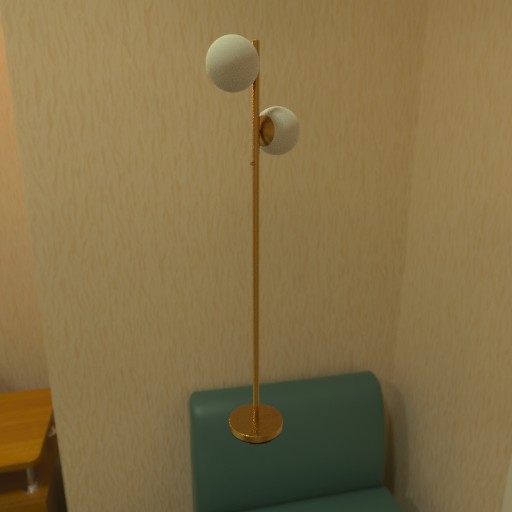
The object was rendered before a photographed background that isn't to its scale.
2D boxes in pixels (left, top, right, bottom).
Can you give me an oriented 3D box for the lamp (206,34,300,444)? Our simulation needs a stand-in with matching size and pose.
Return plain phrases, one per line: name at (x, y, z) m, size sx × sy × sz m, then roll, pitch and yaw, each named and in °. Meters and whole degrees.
lamp at (0.000, 0.000, 1.838) m, size 0.419 × 1.641 × 0.249 m, roll -14°, pitch 21°, yaw -42°
